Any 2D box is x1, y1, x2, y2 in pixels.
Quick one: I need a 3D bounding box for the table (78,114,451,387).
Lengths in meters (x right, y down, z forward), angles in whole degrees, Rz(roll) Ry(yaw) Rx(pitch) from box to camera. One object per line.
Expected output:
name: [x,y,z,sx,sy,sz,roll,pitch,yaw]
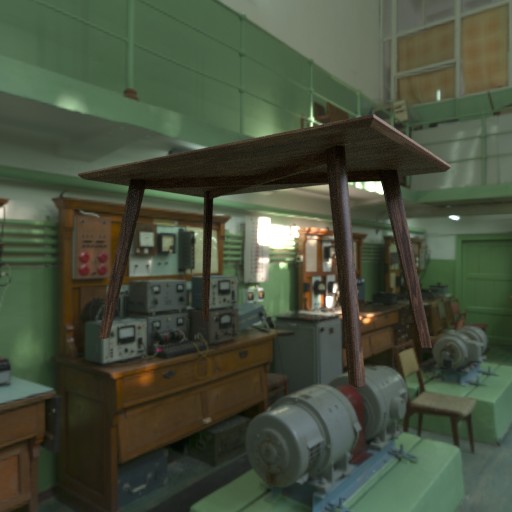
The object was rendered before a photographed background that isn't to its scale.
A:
table: [0.000,0.000,1.855,1.349,0.724,0.801,0,0,37]
